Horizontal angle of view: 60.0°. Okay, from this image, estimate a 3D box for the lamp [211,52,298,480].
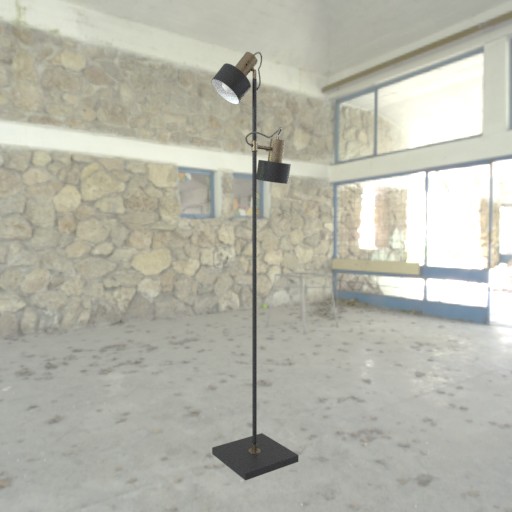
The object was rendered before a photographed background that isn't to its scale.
[{"bbox_3d":[0.000,0.000,1.639,0.315,1.505,0.233,-1,1,-34],"label":"lamp"}]
